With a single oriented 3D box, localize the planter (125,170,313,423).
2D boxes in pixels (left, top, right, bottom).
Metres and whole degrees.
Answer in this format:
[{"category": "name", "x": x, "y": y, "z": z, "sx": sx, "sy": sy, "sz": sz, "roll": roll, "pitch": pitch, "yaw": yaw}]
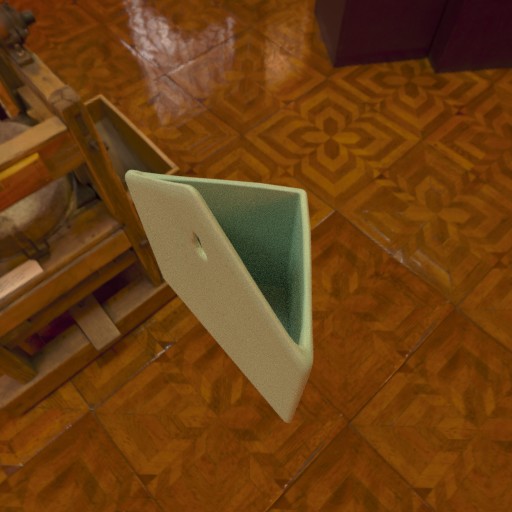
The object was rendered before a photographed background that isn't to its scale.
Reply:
[{"category": "planter", "x": 0.000, "y": 0.000, "z": 0.287, "sx": 0.079, "sy": 0.197, "sz": 0.164, "roll": -36, "pitch": 66, "yaw": -19}]
